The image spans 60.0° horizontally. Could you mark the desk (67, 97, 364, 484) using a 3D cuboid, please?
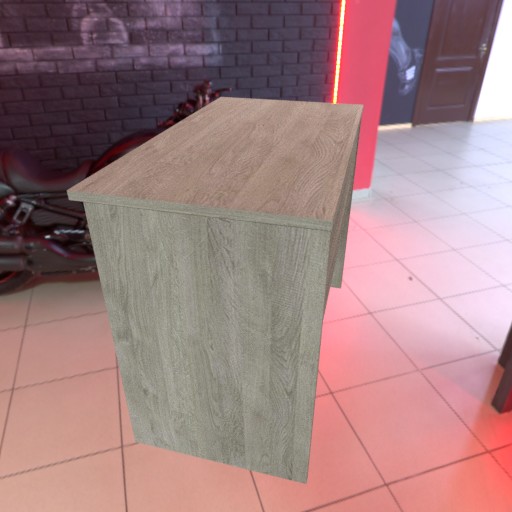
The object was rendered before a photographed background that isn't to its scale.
[{"bbox_3d":[0.000,0.000,1.332,0.498,0.724,0.893,8,32,13],"label":"desk"}]
